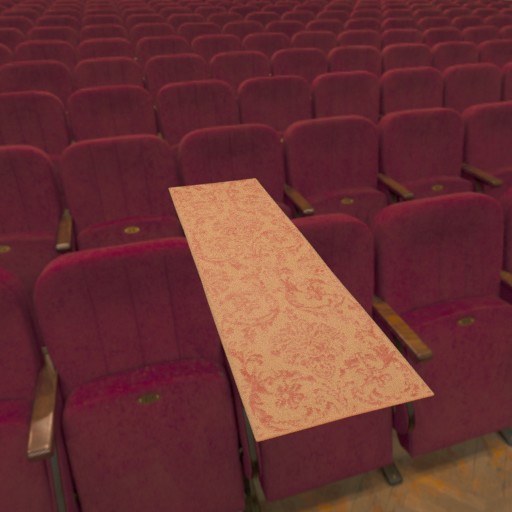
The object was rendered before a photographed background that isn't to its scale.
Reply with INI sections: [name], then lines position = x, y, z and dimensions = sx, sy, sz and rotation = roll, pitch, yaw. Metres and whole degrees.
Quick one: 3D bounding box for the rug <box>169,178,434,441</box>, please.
[rug]
position = 0.000, 0.000, 2.392
dimensions = 0.662, 0.011, 2.196
rotation = -9, 32, -14
